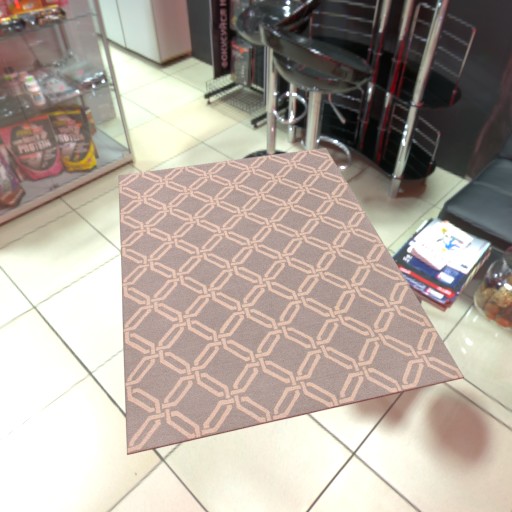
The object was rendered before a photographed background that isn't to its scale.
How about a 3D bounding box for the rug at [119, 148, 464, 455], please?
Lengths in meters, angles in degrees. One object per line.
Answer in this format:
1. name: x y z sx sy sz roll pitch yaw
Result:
1. rug: 0.000 0.000 3.847 2.288 0.018 2.895 -10 47 -9
